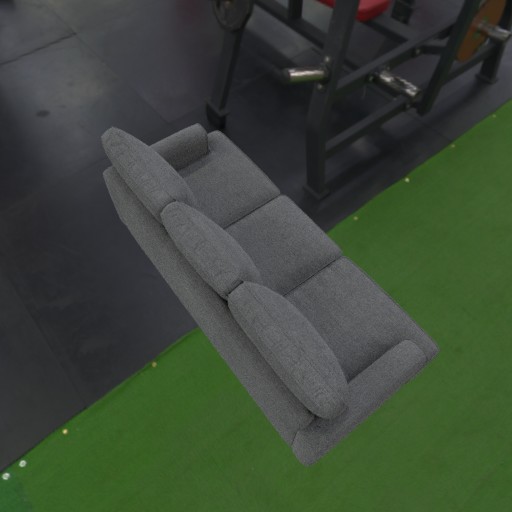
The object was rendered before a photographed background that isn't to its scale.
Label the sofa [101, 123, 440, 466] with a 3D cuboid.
[{"bbox_3d":[0.000,0.000,2.679,0.951,0.965,2.158,-33,64,-19],"label":"sofa"}]
